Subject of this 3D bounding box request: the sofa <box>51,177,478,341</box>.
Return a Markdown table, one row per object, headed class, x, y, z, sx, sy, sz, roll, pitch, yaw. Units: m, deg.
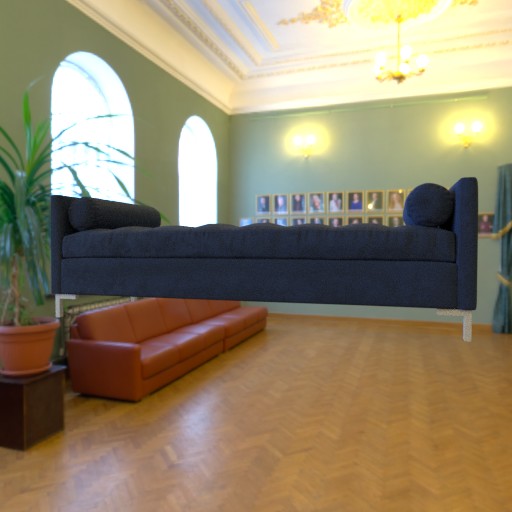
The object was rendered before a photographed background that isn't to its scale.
| class | x | y | z | sx | sy | sz | roll | pitch | yaw |
| --- | --- | --- | --- | --- | --- | --- | --- | --- | --- |
| sofa | 0.000 | 0.000 | 2.422 | 2.102 | 0.657 | 0.797 | 0 | 1 | 17 |
